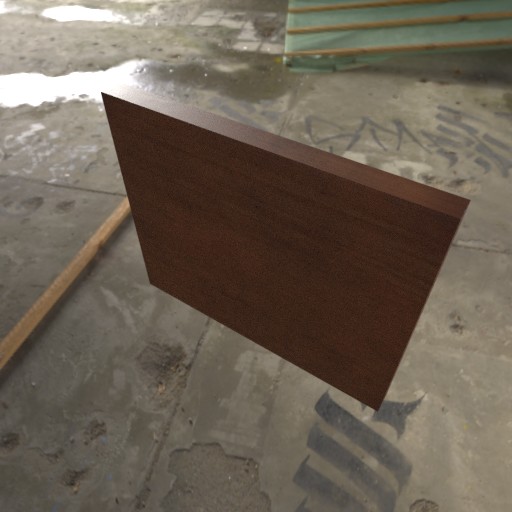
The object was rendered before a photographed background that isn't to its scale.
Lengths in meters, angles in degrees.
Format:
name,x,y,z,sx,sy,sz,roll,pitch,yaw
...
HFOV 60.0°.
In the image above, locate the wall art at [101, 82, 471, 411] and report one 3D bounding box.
name,x,y,z,sx,sy,sz,roll,pitch,yaw
wall art,0.000,0.000,0.547,0.401,0.328,0.030,25,50,23
